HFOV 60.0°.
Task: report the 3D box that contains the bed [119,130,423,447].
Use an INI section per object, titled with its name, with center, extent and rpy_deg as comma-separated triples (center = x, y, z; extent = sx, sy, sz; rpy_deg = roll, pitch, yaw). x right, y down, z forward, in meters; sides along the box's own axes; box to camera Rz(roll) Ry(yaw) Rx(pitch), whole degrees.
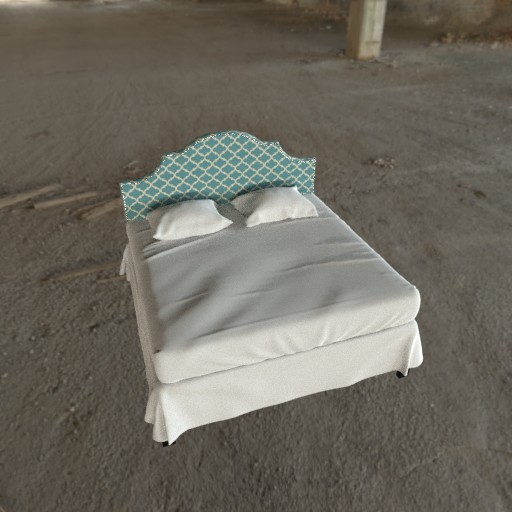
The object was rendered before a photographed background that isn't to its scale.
[bed]
center = 0.000, 0.000, 3.798
extent = 2.314, 1.601, 2.222
rpy_deg = -10, 34, -16
